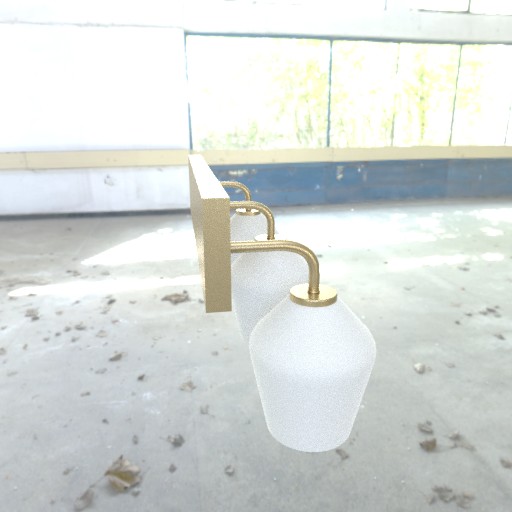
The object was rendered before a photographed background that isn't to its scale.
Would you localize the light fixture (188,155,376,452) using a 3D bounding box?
[{"bbox_3d":[0.000,0.000,0.708,0.190,0.280,0.609,-3,17,-9],"label":"light fixture"}]
